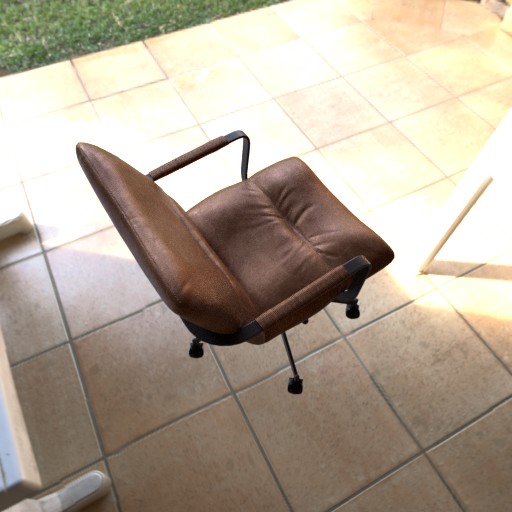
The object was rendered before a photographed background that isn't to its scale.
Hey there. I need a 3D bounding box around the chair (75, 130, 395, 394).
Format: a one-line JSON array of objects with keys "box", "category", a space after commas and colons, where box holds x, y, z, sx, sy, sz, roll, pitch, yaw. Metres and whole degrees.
[{"box": [0.000, 0.000, 1.466, 0.754, 0.922, 0.727, -29, 61, -18], "category": "chair"}]
